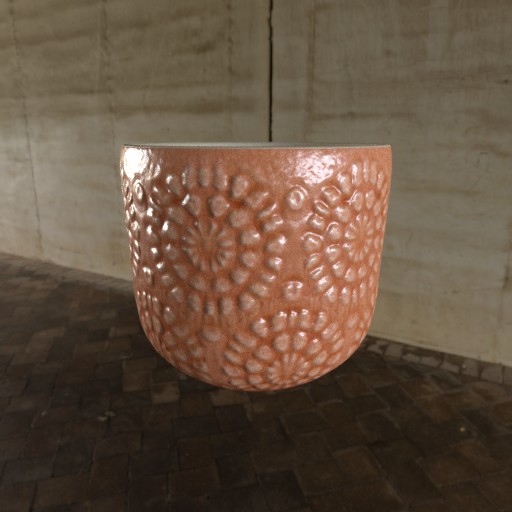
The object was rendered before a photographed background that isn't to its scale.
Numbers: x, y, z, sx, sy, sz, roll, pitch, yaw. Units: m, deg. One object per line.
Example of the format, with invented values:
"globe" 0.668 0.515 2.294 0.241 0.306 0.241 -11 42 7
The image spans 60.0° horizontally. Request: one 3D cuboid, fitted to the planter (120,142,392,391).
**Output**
"planter" 0.000 0.000 0.223 0.124 0.109 0.124 0 15 0
